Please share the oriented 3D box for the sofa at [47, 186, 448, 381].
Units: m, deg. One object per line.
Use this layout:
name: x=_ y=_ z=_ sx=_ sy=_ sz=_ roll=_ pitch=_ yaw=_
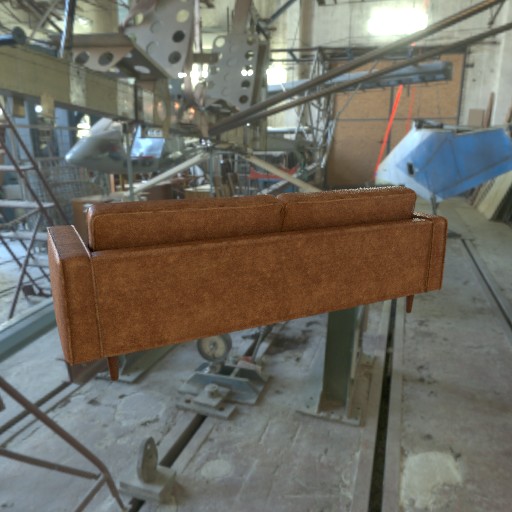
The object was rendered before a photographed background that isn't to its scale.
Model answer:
sofa: x=0.000 y=0.000 z=2.604 sx=2.199 sy=0.779 sz=0.886 roll=-7 pitch=16 yaw=-26
